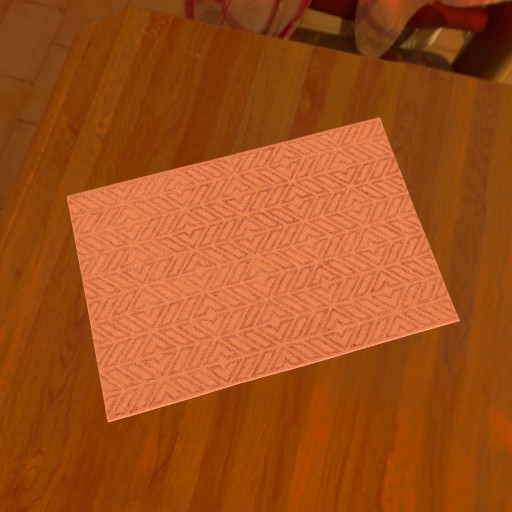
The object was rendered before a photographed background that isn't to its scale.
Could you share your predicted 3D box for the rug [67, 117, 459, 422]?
[{"bbox_3d":[0.000,0.000,2.359,1.828,0.007,1.220,-15,76,-4],"label":"rug"}]
